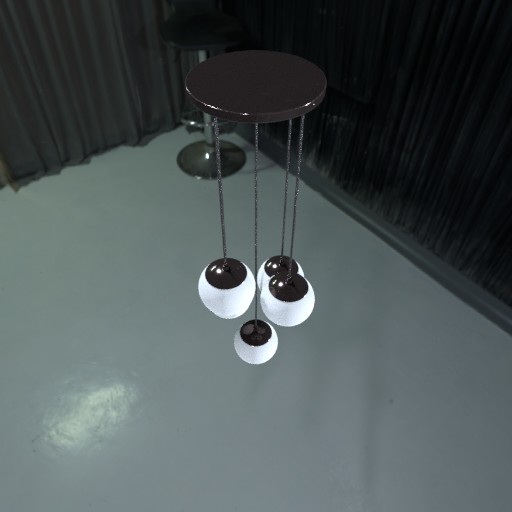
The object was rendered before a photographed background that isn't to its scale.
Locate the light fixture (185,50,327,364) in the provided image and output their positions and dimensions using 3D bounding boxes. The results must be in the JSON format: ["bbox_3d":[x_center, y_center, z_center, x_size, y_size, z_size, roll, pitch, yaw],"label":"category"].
[{"bbox_3d":[0.000,0.000,1.550,0.489,1.271,0.484,-31,54,-26],"label":"light fixture"}]
